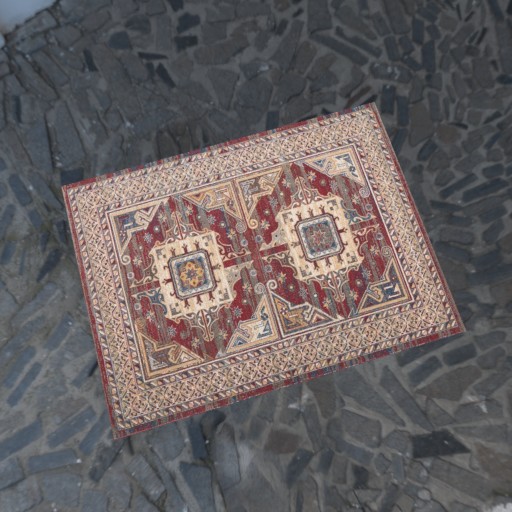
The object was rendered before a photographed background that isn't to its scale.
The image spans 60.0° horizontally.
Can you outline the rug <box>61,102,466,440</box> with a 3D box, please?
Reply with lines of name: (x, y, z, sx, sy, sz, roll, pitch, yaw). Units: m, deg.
rug: (0.000, 0.000, 4.104, 3.197, 0.013, 2.381, -16, 77, -4)
